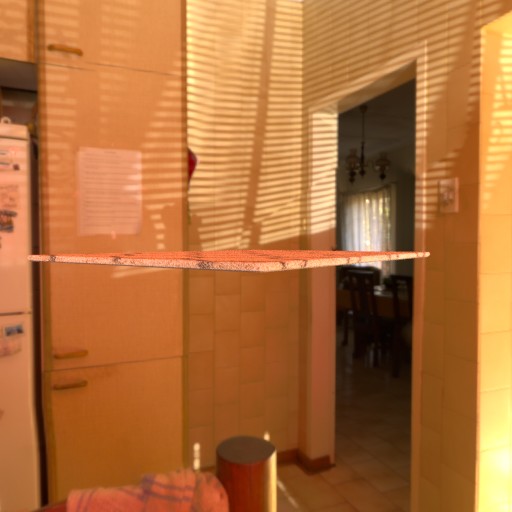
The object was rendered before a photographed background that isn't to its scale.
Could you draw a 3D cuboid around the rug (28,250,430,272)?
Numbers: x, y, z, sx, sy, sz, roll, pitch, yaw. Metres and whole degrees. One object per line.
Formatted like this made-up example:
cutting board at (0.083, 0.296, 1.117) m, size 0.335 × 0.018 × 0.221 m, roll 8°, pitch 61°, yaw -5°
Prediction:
rug at (0.000, 0.000, 2.135) m, size 1.200 × 0.025 × 1.600 m, roll 1°, pitch 2°, yaw 36°
